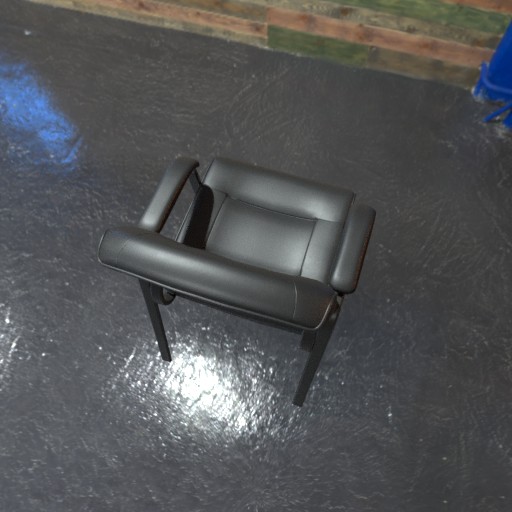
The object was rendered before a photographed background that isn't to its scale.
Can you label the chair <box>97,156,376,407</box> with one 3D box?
[{"bbox_3d":[0.000,0.000,1.328,0.591,0.910,0.668,16,63,9],"label":"chair"}]
